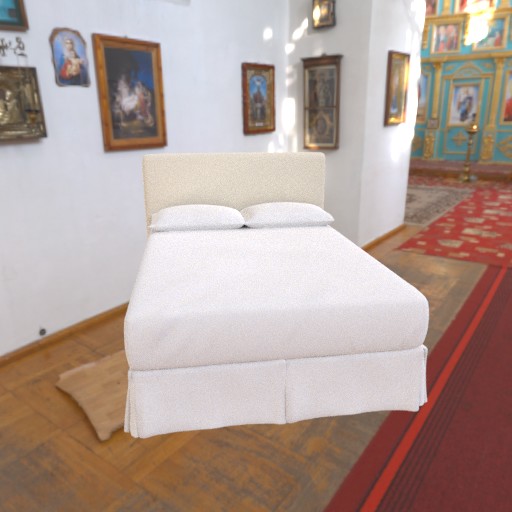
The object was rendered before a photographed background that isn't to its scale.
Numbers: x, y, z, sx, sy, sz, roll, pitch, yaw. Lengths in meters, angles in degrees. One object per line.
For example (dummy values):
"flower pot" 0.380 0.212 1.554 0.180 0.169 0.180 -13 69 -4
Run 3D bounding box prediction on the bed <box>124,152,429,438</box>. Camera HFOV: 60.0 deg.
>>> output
"bed" 0.000 0.000 3.223 1.714 1.330 2.147 -3 17 -8
